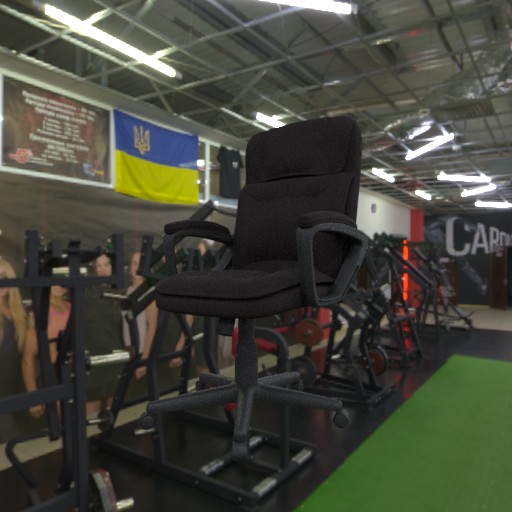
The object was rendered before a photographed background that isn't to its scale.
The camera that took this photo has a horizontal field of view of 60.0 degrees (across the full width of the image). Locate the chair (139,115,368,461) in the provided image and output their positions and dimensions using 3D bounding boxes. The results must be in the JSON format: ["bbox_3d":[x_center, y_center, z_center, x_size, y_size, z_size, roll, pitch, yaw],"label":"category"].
[{"bbox_3d":[0.000,0.000,1.575,0.667,1.105,0.724,0,0,36],"label":"chair"}]
